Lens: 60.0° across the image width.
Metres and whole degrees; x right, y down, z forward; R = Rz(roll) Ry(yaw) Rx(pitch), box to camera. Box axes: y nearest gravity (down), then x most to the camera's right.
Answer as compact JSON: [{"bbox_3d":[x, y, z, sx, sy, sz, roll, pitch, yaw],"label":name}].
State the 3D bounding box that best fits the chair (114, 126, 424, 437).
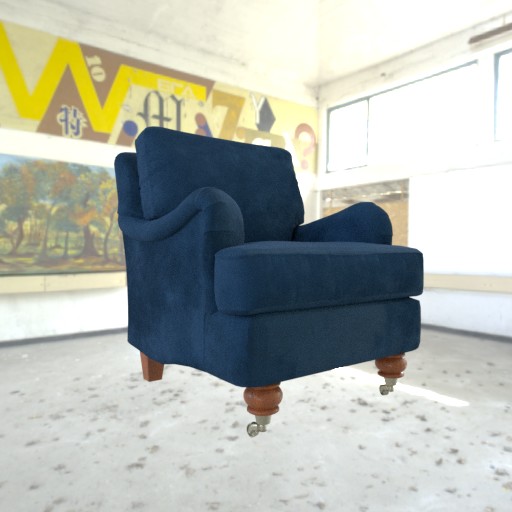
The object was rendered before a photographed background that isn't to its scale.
[{"bbox_3d":[0.000,0.000,1.851,0.895,1.076,1.078,-1,1,-37],"label":"chair"}]
